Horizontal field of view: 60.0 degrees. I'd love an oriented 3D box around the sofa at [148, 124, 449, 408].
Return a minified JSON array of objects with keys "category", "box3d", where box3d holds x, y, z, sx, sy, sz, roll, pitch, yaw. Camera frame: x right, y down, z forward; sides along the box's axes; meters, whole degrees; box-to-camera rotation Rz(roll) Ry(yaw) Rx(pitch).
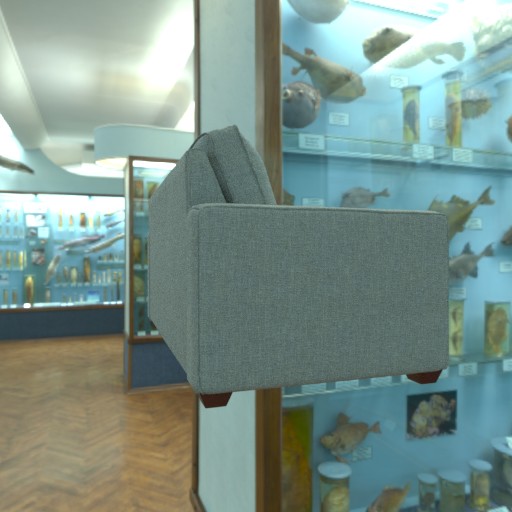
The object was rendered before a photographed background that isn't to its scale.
[{"category":"sofa","box3d":[0.000,0.000,2.236,0.945,0.915,1.706,0,0,-18]}]
